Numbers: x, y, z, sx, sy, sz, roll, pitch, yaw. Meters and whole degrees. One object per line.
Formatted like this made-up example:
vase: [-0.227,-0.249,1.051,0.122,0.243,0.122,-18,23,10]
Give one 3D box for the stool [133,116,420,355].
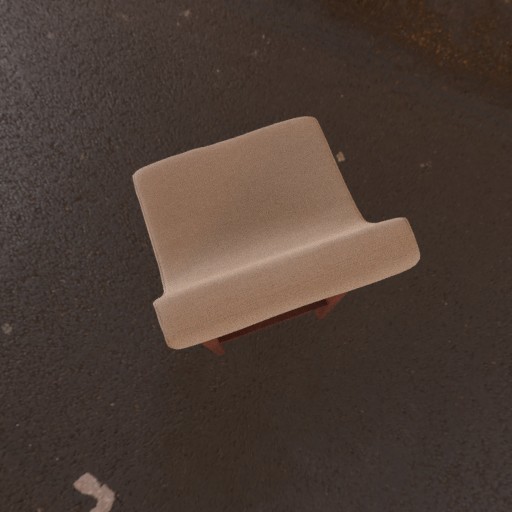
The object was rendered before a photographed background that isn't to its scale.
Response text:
stool: [0.000,0.000,1.347,0.511,1.037,0.500,-19,75,-5]
